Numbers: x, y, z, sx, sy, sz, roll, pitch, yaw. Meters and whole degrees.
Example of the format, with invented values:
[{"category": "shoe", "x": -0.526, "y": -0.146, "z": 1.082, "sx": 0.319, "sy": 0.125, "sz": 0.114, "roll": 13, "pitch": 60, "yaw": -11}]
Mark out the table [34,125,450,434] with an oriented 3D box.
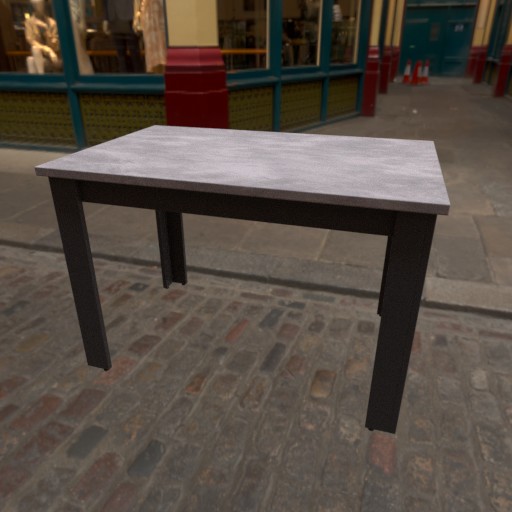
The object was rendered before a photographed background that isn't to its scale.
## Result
[{"category": "table", "x": 0.000, "y": 0.000, "z": 1.572, "sx": 1.100, "sy": 0.734, "sz": 0.700, "roll": 8, "pitch": 27, "yaw": 15}]
